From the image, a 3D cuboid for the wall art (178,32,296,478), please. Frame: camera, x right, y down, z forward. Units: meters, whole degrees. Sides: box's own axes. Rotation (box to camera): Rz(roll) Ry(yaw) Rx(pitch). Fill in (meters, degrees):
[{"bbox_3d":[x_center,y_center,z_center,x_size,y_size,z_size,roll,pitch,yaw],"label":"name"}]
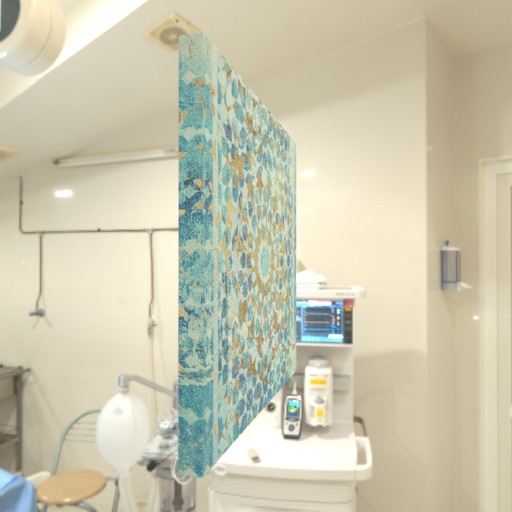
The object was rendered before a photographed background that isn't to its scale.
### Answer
[{"bbox_3d":[0.000,0.000,0.900,0.040,0.609,0.609,0,0,17],"label":"wall art"}]
